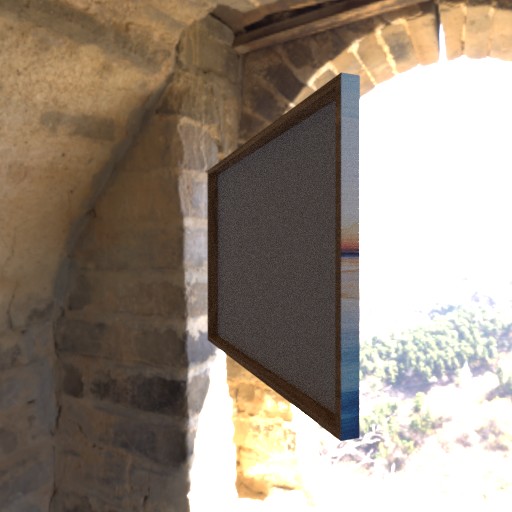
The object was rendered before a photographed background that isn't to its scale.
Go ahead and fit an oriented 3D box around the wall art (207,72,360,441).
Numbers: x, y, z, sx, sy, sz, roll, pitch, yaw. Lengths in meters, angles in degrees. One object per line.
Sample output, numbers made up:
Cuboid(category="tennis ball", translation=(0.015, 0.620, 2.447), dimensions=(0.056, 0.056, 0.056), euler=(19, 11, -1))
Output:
Cuboid(category="wall art", translation=(0.000, 0.000, 1.159), dimensions=(0.037, 0.605, 0.911), euler=(0, 0, -20))
